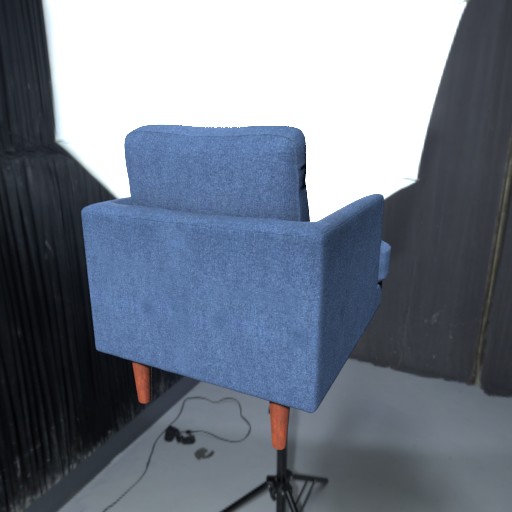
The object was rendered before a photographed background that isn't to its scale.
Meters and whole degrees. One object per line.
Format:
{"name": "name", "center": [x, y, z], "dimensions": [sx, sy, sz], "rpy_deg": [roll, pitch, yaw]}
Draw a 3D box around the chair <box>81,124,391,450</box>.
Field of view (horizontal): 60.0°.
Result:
{"name": "chair", "center": [0.000, 0.000, 1.681], "dimensions": [0.858, 0.957, 0.899], "rpy_deg": [8, 18, 26]}
